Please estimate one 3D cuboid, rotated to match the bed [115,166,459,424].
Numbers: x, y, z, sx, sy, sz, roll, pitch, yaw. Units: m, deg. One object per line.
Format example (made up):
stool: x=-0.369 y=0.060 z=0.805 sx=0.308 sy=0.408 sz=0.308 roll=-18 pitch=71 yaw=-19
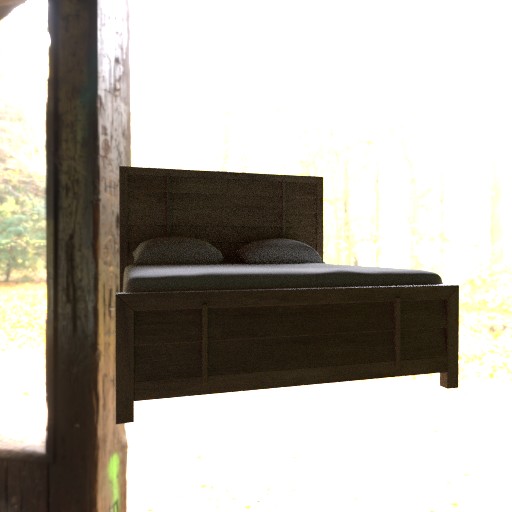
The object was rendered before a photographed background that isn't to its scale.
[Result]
bed: x=0.000 y=0.000 z=3.418 sx=2.032 sy=1.626 sz=2.032 roll=0 pitch=1 yaw=-17
